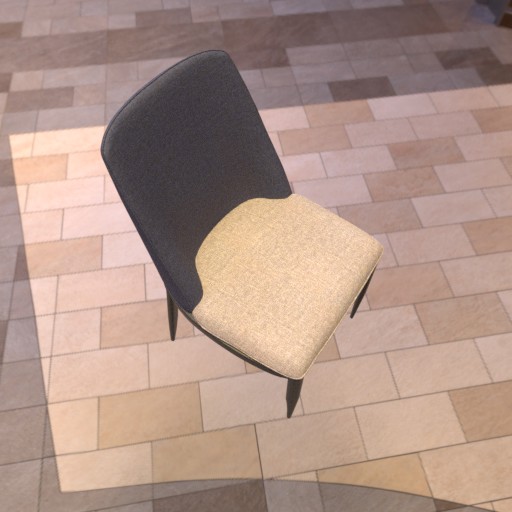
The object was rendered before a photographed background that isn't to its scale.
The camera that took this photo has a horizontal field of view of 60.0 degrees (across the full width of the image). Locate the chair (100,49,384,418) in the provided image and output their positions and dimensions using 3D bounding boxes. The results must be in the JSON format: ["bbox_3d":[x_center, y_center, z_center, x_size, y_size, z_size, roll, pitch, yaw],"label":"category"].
[{"bbox_3d":[0.000,0.000,1.163,0.551,0.839,0.480,30,63,18],"label":"chair"}]
